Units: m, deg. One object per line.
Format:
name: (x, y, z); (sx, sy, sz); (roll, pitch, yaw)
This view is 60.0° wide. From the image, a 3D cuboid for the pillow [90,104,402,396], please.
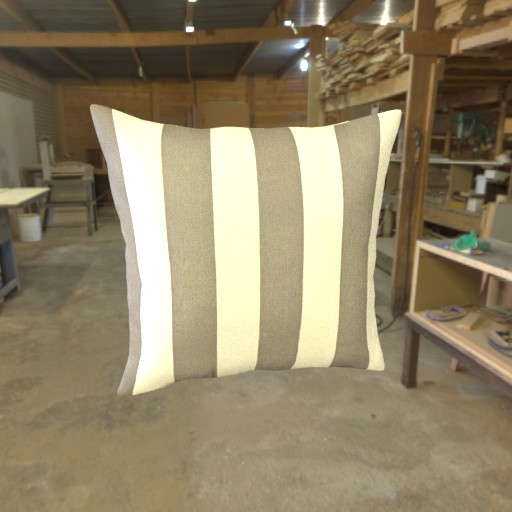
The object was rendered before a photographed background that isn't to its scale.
pillow: (0.000, 0.000, 0.789); (0.522, 0.507, 0.192); (-2, 14, -9)
